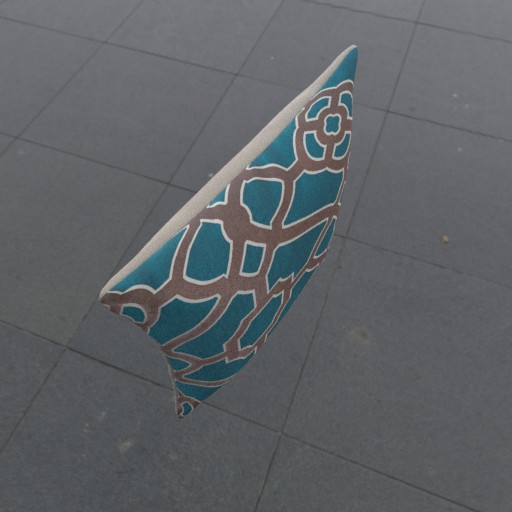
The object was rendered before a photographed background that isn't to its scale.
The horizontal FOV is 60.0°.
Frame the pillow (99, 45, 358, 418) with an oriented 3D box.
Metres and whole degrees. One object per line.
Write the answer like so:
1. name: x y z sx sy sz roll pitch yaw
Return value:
1. pillow: 0.000 0.000 0.764 0.166 0.507 0.526 32 63 18
